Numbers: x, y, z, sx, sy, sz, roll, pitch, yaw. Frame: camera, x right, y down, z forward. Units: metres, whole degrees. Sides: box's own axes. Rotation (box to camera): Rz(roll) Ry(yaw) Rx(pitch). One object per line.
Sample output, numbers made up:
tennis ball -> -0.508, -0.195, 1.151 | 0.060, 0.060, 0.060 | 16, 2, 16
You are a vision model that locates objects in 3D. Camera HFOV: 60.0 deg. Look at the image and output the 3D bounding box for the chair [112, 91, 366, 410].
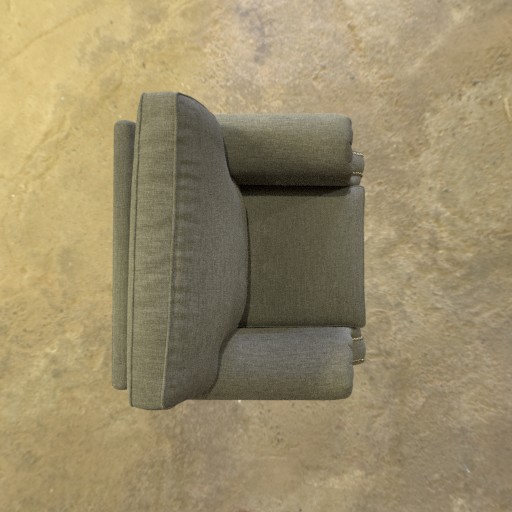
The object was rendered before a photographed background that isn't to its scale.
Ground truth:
chair -> 0.000, 0.000, 1.785 | 0.965, 0.961, 1.092 | 0, 88, 1
